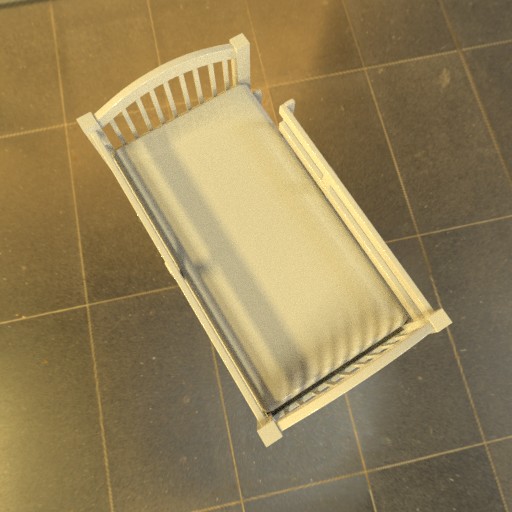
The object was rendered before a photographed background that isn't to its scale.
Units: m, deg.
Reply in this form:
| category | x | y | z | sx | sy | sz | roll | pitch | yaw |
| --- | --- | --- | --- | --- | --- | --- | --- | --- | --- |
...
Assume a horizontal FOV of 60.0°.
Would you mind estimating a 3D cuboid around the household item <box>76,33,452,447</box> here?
| category | x | y | z | sx | sy | sz | roll | pitch | yaw |
| --- | --- | --- | --- | --- | --- | --- | --- | --- | --- |
| household item | 0.000 | 0.000 | 3.259 | 1.143 | 2.032 | 2.032 | -31 | 78 | -8 |
